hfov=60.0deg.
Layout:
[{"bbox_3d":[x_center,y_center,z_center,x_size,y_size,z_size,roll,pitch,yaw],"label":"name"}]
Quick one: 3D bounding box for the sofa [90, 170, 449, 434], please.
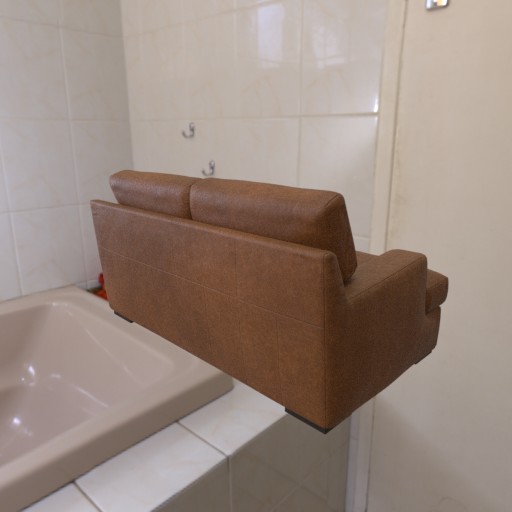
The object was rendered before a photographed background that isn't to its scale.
[{"bbox_3d":[0.000,0.000,2.582,1.144,0.966,1.880,-15,22,-43],"label":"sofa"}]
